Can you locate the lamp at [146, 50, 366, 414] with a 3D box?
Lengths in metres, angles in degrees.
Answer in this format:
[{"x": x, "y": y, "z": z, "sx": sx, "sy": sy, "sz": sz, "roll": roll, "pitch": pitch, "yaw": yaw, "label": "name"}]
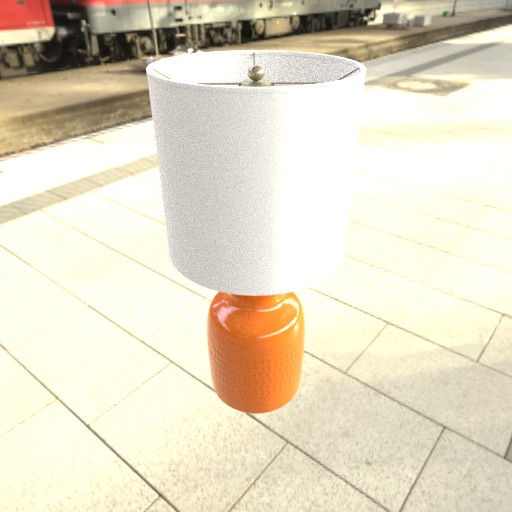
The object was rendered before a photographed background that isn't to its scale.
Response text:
[{"x": 0.000, "y": 0.000, "z": 1.089, "sx": 0.418, "sy": 0.871, "sz": 0.418, "roll": 22, "pitch": 38, "yaw": 31, "label": "lamp"}]
